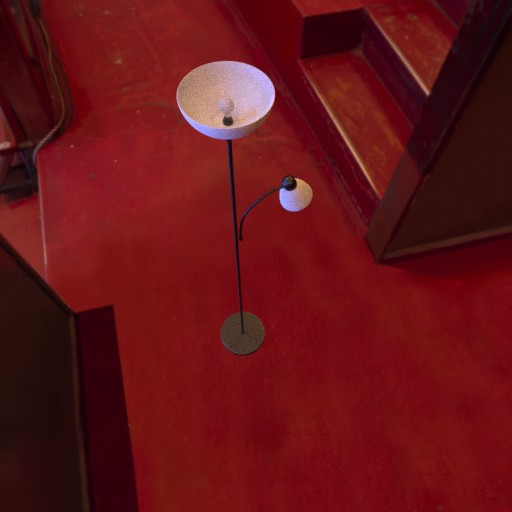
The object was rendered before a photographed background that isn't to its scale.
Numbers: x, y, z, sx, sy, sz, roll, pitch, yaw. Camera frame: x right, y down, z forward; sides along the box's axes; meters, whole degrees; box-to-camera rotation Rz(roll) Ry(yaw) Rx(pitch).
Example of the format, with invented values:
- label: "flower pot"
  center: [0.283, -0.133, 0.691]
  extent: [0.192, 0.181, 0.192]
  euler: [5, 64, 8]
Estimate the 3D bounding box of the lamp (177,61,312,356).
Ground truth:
- label: "lamp"
  center: [0.000, 0.000, 1.984]
  extent: [0.442, 1.804, 0.279]
  euler: [-15, 60, -9]
